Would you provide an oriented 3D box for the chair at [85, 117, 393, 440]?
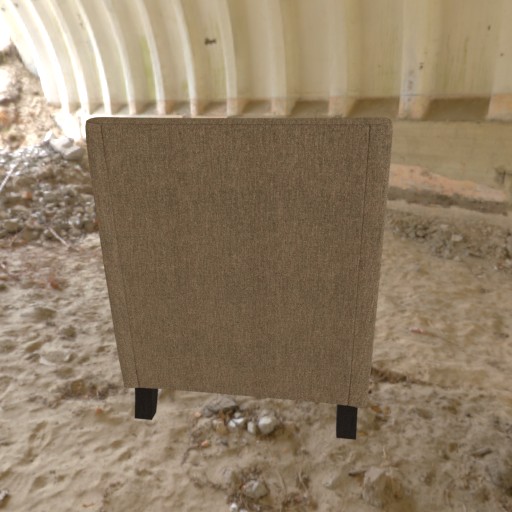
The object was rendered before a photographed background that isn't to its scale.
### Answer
[{"bbox_3d":[0.000,0.000,1.606,0.776,0.967,0.884,2,18,8],"label":"chair"}]
